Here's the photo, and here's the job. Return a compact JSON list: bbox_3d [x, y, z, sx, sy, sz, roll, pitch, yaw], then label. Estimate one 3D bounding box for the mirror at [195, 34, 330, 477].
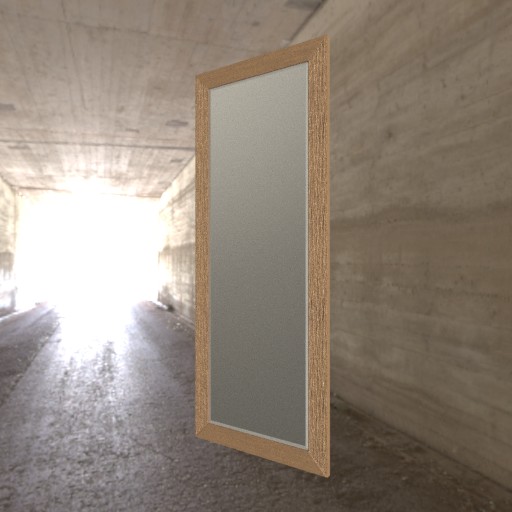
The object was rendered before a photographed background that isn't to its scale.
[{"bbox_3d":[0.000,0.000,2.273,0.812,2.031,0.026,0,0,35],"label":"mirror"}]
